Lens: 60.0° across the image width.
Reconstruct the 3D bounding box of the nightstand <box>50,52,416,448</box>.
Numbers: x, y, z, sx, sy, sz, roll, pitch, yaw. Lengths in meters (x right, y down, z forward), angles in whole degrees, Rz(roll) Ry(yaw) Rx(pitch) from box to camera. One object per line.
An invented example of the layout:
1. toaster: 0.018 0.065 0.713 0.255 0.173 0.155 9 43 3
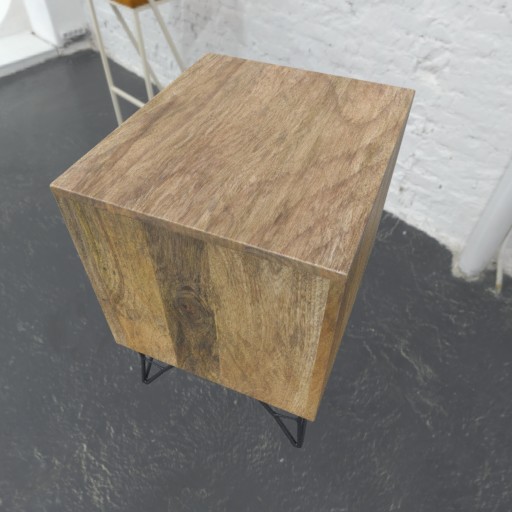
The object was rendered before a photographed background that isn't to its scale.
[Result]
1. nightstand: 0.000 0.000 0.877 0.406 0.559 0.457 17 49 15
